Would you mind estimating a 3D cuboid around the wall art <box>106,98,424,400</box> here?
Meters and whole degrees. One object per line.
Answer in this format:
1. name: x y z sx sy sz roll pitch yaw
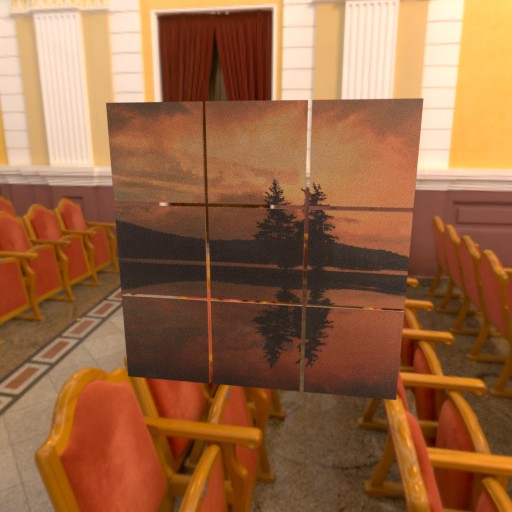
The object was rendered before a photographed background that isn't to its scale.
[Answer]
1. wall art: 0.000 0.000 2.299 1.520 1.525 0.013 2 15 9
